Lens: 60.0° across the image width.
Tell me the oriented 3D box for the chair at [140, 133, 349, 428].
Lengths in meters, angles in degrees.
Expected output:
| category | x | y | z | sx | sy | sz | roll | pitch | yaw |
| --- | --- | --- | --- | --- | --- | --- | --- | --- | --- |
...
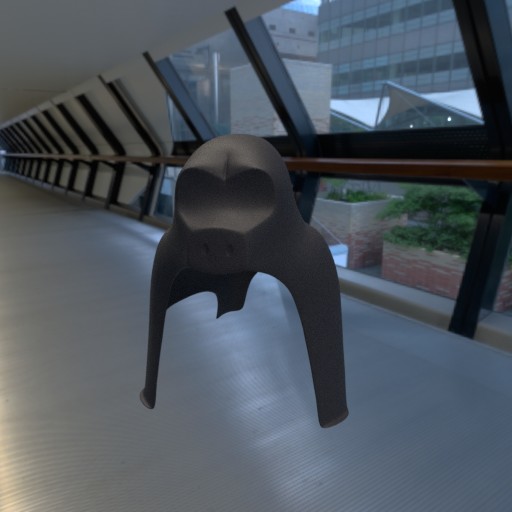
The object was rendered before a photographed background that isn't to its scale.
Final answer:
| category | x | y | z | sx | sy | sz | roll | pitch | yaw |
| --- | --- | --- | --- | --- | --- | --- | --- | --- | --- |
| chair | 0.000 | 0.000 | 1.143 | 0.490 | 0.600 | 0.758 | 3 | 14 | 10 |
